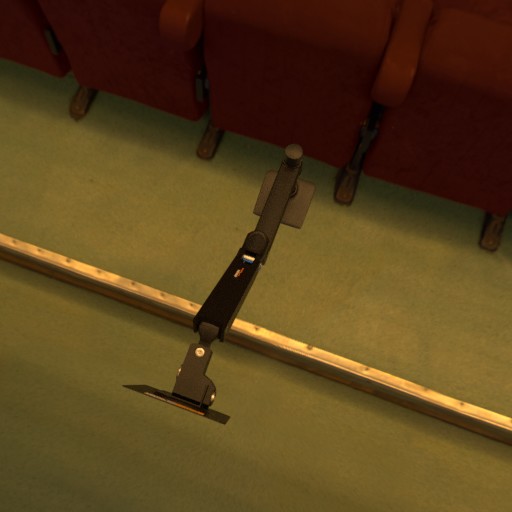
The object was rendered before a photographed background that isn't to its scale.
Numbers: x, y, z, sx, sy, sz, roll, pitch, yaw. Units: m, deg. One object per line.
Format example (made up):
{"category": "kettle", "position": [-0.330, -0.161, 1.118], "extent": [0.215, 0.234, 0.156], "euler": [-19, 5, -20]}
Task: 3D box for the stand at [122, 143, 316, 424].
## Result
{"category": "stand", "position": [0.000, 0.000, 1.009], "extent": [0.152, 0.713, 0.650], "euler": [19, 75, 5]}
